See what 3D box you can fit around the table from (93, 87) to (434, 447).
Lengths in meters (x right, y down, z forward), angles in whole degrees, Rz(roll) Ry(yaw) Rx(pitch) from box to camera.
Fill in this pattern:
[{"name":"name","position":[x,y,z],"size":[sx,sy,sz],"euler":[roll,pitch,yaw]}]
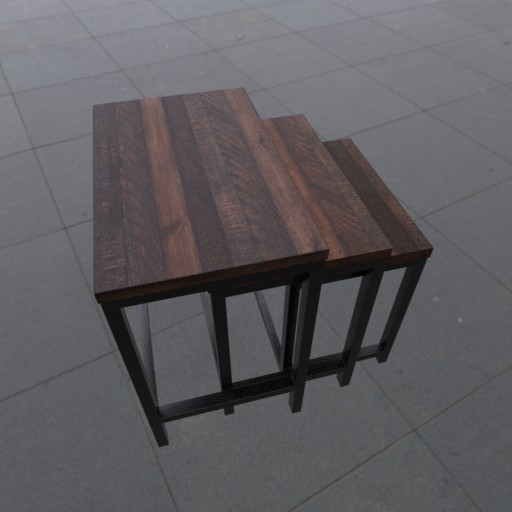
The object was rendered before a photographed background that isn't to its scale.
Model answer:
[{"name":"table","position":[0.000,0.000,1.146],"size":[0.660,0.616,0.608],"euler":[-11,47,-10]}]
